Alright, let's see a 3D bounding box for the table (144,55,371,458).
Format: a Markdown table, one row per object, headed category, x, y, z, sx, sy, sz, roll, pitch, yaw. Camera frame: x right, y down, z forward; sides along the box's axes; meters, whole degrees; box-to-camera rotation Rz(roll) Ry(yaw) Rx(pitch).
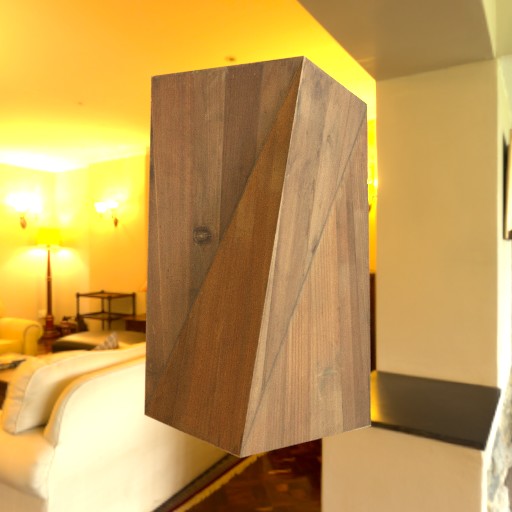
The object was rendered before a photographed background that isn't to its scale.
| category | x | y | z | sx | sy | sz | roll | pitch | yaw |
| --- | --- | --- | --- | --- | --- | --- | --- | --- | --- |
| table | 0.000 | 0.000 | 0.875 | 0.425 | 0.604 | 0.441 | 0 | 0 | -17 |
